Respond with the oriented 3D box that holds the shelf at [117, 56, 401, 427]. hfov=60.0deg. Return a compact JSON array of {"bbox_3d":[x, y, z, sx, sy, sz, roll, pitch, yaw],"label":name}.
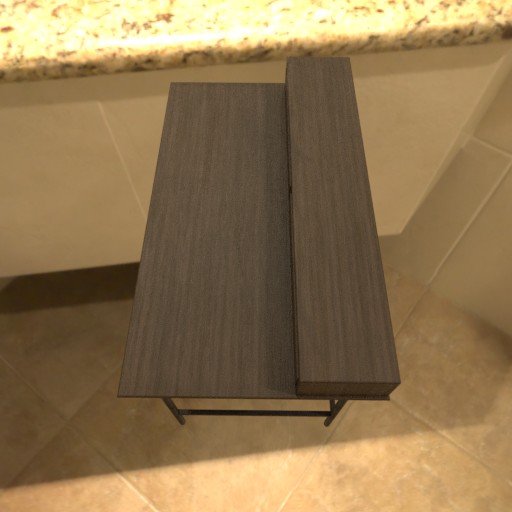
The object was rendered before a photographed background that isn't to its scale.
[{"bbox_3d":[0.000,0.000,1.690,0.685,0.865,1.212,1,59,0],"label":"shelf"}]
